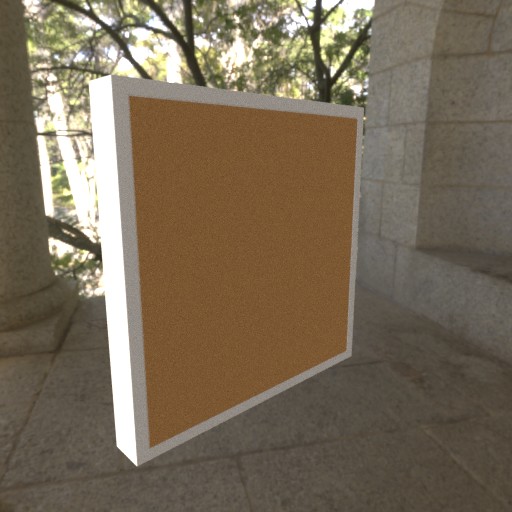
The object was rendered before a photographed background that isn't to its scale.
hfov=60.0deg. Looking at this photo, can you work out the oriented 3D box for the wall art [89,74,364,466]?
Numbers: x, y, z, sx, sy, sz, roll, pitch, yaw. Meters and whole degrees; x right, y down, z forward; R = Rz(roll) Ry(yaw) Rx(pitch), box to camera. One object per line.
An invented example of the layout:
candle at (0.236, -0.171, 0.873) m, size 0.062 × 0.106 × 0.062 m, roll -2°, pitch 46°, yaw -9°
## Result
wall art at (0.000, 0.000, 0.449) m, size 0.305 × 0.305 × 0.037 m, roll -12°, pitch 17°, yaw -42°
